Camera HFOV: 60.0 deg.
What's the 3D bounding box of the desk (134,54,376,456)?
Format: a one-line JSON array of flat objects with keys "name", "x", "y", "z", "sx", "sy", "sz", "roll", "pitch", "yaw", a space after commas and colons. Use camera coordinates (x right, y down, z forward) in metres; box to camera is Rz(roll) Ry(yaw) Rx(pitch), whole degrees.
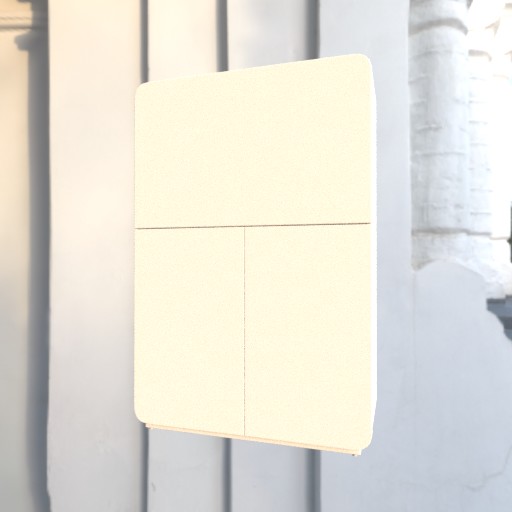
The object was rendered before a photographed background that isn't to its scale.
[{"name": "desk", "x": 0.000, "y": 0.000, "z": 1.540, "sx": 0.795, "sy": 1.190, "sz": 0.278, "roll": 0, "pitch": 0, "yaw": 18}]
